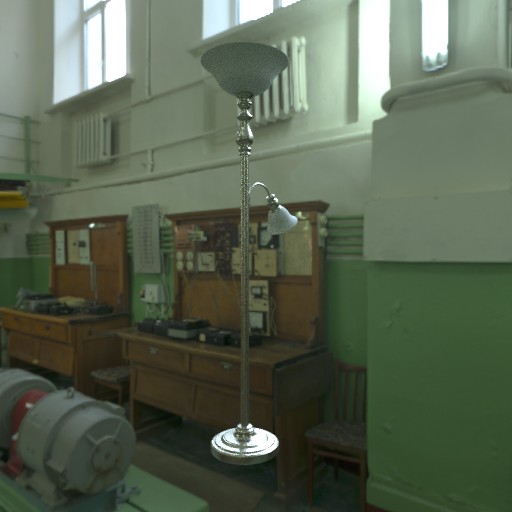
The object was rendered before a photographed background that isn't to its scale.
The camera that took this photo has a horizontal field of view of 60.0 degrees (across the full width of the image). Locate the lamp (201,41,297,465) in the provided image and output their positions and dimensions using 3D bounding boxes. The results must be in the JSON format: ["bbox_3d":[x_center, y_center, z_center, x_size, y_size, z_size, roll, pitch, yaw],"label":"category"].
[{"bbox_3d":[0.000,0.000,2.116,0.405,1.785,0.575,0,0,38],"label":"lamp"}]
